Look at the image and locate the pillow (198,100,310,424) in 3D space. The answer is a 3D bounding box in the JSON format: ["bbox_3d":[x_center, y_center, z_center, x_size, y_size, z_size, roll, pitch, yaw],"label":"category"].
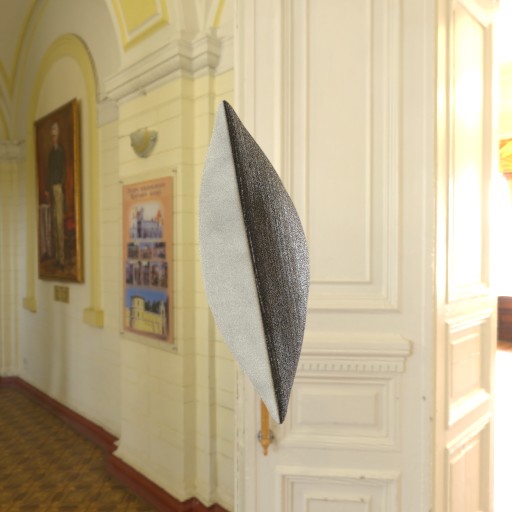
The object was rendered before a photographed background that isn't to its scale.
[{"bbox_3d":[0.000,0.000,0.717,0.156,0.305,0.608,0,1,0],"label":"pillow"}]
